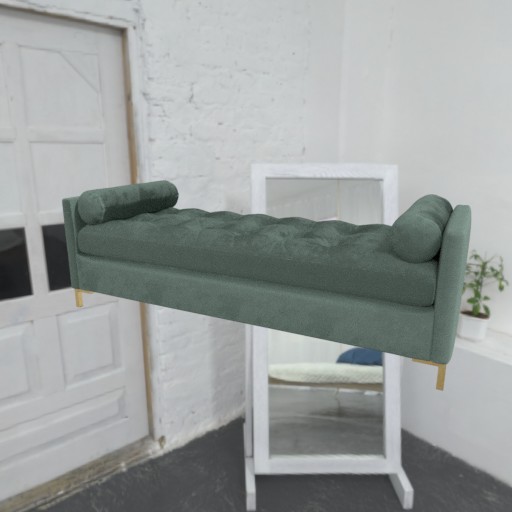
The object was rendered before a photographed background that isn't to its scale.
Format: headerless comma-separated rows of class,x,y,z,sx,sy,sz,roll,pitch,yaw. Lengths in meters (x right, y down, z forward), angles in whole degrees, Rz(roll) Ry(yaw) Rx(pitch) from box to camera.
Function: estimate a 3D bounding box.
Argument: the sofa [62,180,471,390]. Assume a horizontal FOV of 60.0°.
sofa,0.000,0.000,2.458,2.102,0.705,0.796,7,17,26
